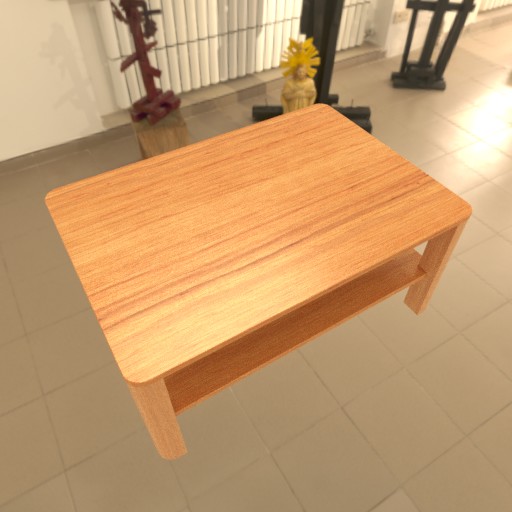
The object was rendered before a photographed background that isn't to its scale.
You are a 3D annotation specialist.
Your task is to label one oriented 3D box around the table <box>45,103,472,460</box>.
[{"bbox_3d":[0.000,0.000,1.391,0.997,0.445,0.696,-24,52,-21],"label":"table"}]
